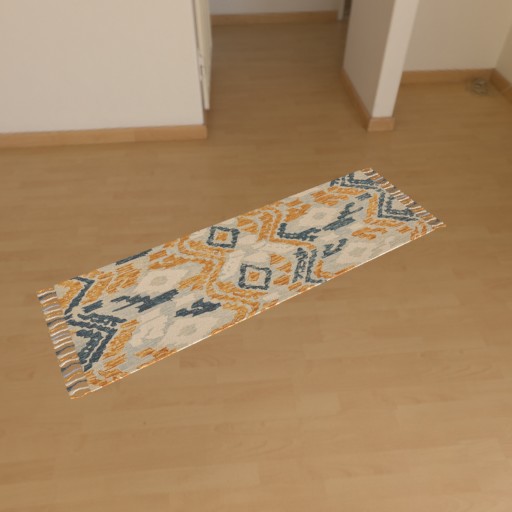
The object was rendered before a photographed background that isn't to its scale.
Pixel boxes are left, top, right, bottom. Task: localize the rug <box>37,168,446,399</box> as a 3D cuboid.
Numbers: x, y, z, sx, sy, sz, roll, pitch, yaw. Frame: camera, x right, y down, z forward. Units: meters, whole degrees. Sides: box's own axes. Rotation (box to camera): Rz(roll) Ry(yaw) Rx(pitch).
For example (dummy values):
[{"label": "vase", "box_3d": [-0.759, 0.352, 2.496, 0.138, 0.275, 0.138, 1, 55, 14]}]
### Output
[{"label": "rug", "box_3d": [0.000, 0.000, 2.707, 2.437, 0.010, 0.783, -23, 50, -21]}]
